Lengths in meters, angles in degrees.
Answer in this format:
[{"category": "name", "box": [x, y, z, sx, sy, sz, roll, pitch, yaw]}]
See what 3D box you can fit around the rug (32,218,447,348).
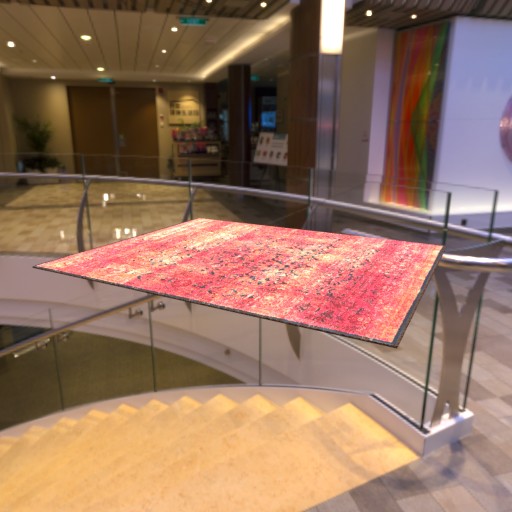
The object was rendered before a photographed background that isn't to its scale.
[{"category": "rug", "box": [0.000, 0.000, 4.095, 3.032, 0.020, 2.411, 9, 18, 27]}]
